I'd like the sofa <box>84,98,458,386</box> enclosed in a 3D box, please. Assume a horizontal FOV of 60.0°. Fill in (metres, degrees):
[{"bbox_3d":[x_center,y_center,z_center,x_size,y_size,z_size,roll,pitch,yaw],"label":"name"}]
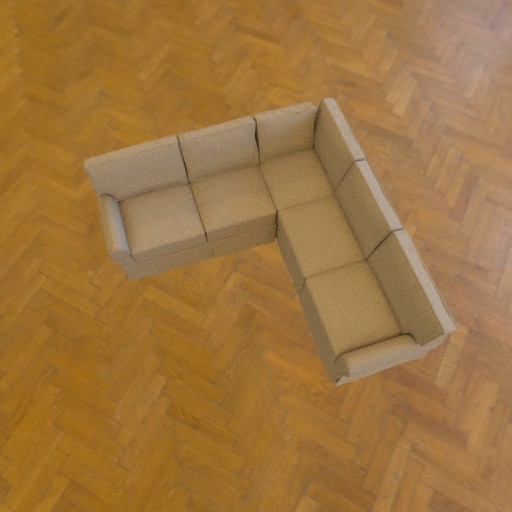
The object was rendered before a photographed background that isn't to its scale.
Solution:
[{"bbox_3d":[0.000,0.000,4.344,2.730,1.124,2.733,-17,66,-8],"label":"sofa"}]
